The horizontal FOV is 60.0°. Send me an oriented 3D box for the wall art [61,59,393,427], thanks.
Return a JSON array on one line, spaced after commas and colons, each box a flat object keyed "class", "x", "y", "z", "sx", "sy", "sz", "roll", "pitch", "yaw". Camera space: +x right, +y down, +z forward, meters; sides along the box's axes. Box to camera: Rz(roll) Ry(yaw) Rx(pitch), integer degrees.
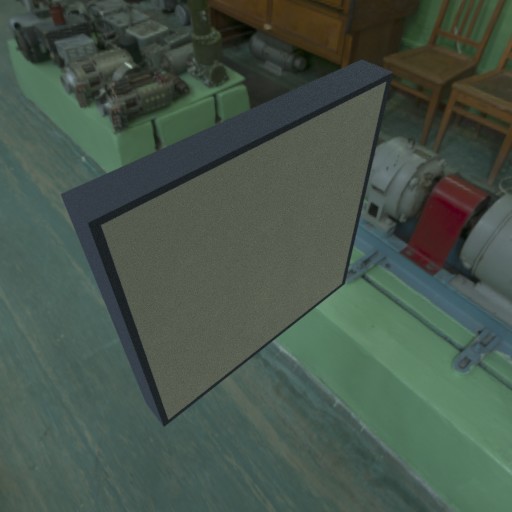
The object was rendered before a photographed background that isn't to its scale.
[{"class": "wall art", "x": 0.000, "y": 0.000, "z": 0.451, "sx": 0.302, "sy": 0.300, "sz": 0.036, "roll": -33, "pitch": 55, "yaw": -27}]
